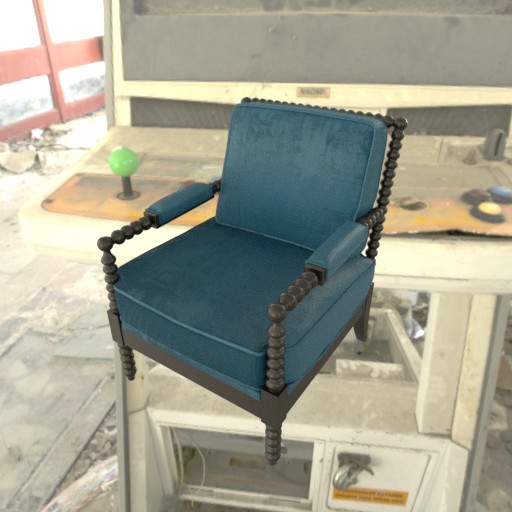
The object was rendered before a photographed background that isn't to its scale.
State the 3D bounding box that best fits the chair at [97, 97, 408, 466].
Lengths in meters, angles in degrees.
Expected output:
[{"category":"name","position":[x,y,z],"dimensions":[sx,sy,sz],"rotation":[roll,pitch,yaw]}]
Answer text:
[{"category":"chair","position":[0.000,0.000,1.478],"dimensions":[0.688,0.857,0.805],"rotation":[19,35,29]}]
